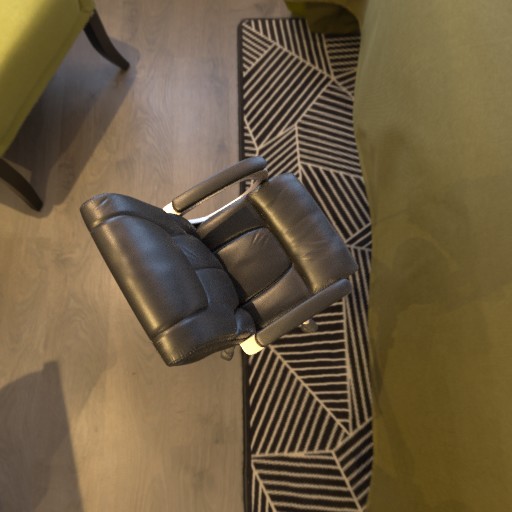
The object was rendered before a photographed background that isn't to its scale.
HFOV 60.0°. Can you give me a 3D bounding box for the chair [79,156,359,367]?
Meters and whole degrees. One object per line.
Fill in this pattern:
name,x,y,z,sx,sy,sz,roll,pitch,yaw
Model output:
chair,0.000,0.000,1.635,0.780,1.145,0.700,-32,78,-7
